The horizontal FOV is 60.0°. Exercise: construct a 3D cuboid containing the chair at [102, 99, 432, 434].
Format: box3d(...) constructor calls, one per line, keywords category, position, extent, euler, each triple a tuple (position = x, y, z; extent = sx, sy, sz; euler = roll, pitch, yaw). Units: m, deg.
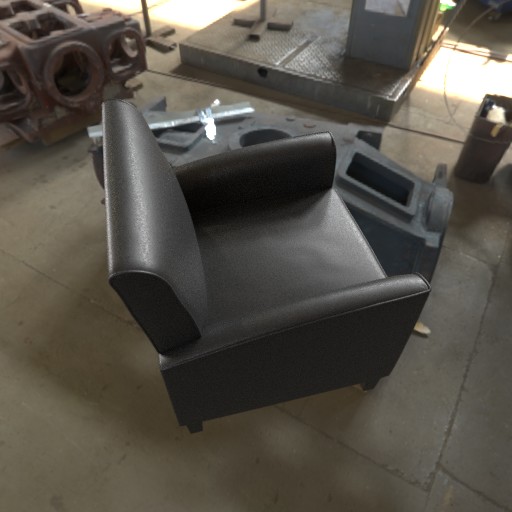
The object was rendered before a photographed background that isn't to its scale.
box3d(category="chair", position=(0.000, 0.000, 1.539), extent=(0.819, 0.916, 0.820), euler=(-11, 49, -9))
